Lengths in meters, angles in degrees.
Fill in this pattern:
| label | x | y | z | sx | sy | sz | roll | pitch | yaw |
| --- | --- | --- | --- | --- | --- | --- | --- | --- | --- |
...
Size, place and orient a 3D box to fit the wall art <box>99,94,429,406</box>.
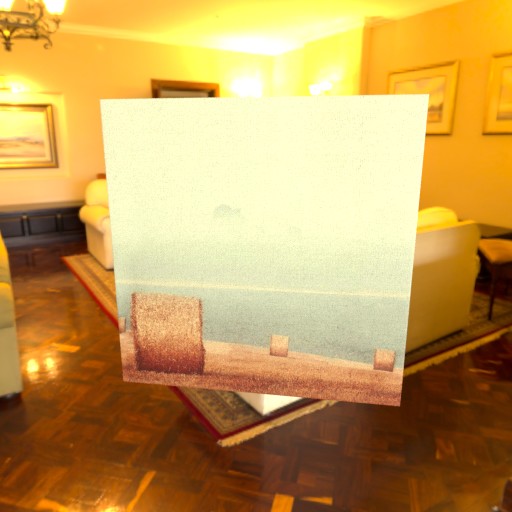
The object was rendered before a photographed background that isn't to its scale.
| label | x | y | z | sx | sy | sz | roll | pitch | yaw |
| --- | --- | --- | --- | --- | --- | --- | --- | --- | --- |
| wall art | 0.000 | 0.000 | 0.896 | 0.605 | 0.605 | 0.034 | 2 | 15 | 9 |
